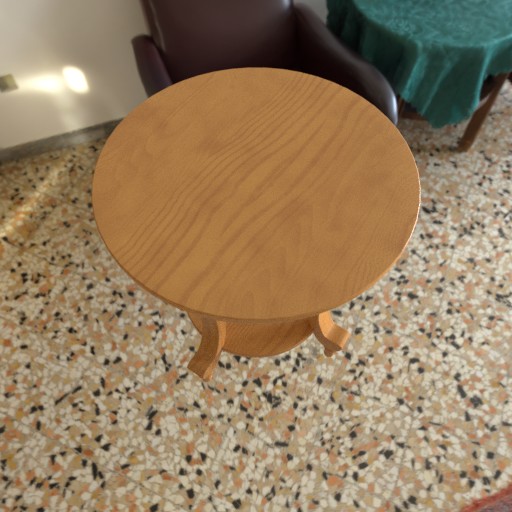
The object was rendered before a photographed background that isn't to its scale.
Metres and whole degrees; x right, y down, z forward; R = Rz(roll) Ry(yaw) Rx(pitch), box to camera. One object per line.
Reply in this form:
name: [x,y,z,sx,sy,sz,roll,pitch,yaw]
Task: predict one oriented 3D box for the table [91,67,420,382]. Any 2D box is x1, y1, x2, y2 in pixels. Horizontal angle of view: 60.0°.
table: [0.000,0.000,1.077,0.597,0.612,0.597,0,59,0]
